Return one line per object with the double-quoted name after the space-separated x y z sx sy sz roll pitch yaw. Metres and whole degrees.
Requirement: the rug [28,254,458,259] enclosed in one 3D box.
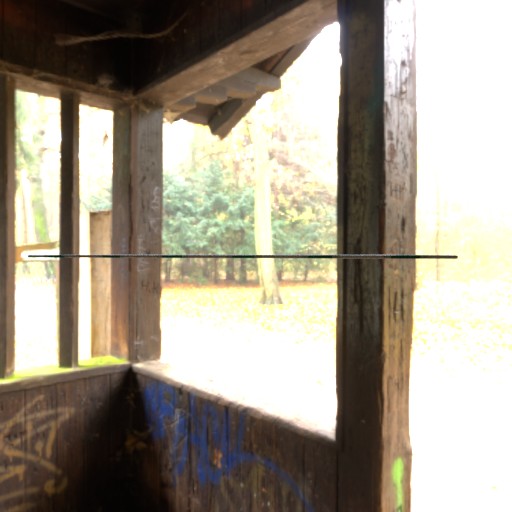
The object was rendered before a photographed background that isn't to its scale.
0.000 0.000 2.329 1.829 0.012 1.210 0 0 19 "rug"
